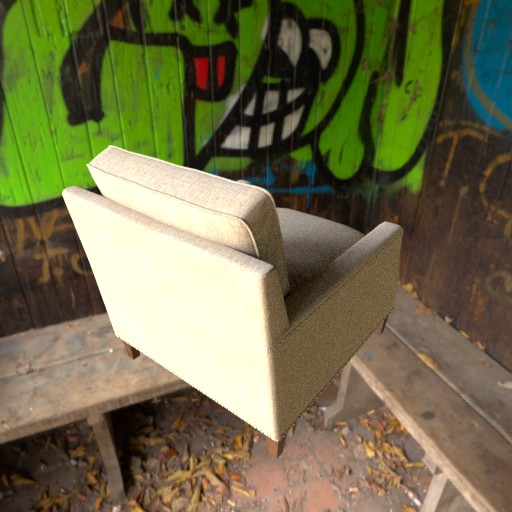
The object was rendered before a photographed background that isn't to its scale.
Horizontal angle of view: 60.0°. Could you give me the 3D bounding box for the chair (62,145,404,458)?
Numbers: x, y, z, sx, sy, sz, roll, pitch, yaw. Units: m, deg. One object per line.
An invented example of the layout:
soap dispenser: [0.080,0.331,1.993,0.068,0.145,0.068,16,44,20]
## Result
chair: [0.000,0.000,1.741,0.853,0.943,1.014,22,37,32]
